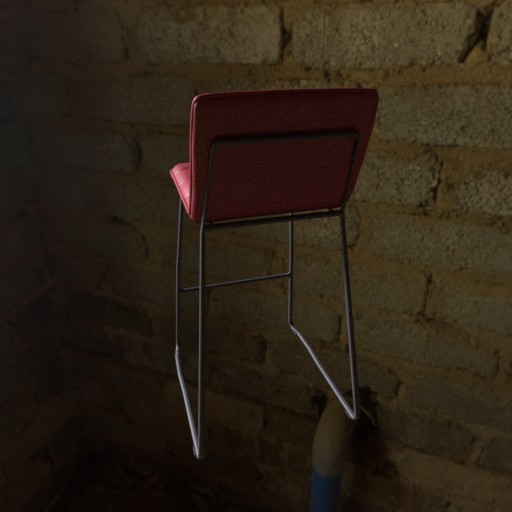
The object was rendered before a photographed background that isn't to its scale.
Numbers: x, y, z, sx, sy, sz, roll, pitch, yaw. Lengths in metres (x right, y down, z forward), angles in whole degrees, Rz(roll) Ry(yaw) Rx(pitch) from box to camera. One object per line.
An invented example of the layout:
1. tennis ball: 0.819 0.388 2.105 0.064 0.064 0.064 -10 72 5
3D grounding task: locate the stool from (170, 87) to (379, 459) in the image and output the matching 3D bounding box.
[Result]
1. stool: 0.000 0.000 1.259 0.489 0.937 0.524 -8 27 -15
